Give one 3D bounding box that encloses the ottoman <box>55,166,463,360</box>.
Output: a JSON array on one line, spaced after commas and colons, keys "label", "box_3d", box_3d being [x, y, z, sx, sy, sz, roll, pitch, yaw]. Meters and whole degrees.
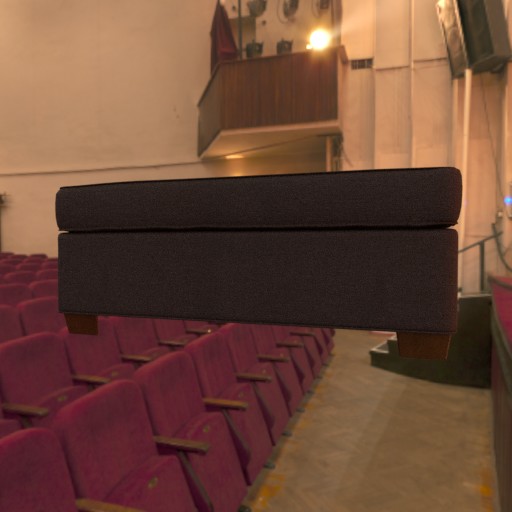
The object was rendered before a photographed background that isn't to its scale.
[{"label": "ottoman", "box_3d": [0.000, 0.000, 1.365, 1.110, 0.460, 0.515, 0, 1, 17]}]
